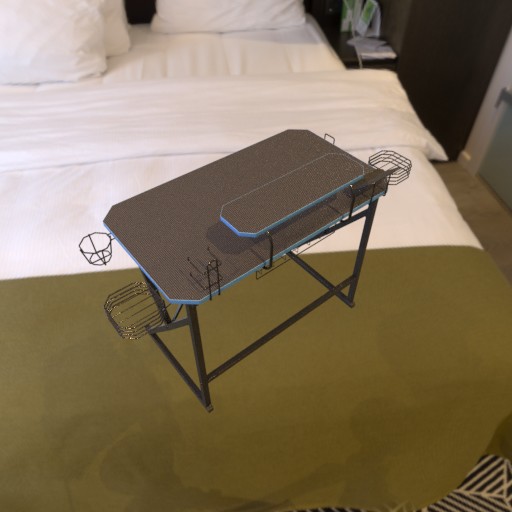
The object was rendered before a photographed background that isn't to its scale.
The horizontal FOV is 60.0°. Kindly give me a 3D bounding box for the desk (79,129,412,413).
[{"bbox_3d":[0.000,0.000,1.818,1.295,0.909,0.594,-30,53,-26],"label":"desk"}]
